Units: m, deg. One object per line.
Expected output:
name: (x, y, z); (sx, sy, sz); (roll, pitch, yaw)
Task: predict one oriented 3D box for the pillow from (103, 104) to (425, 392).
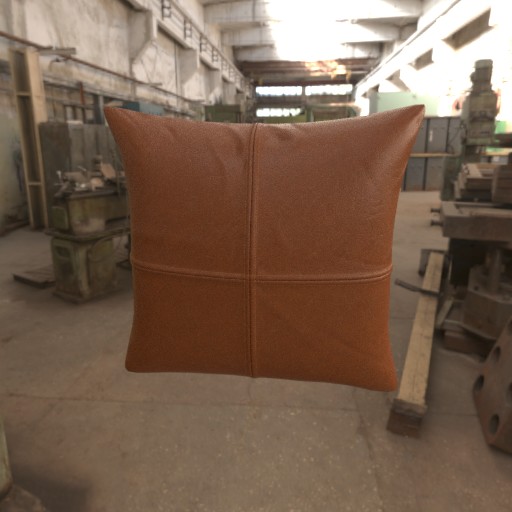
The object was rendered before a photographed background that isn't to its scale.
pillow: (0.000, 0.000, 0.737); (0.501, 0.477, 0.192); (2, 15, 8)
